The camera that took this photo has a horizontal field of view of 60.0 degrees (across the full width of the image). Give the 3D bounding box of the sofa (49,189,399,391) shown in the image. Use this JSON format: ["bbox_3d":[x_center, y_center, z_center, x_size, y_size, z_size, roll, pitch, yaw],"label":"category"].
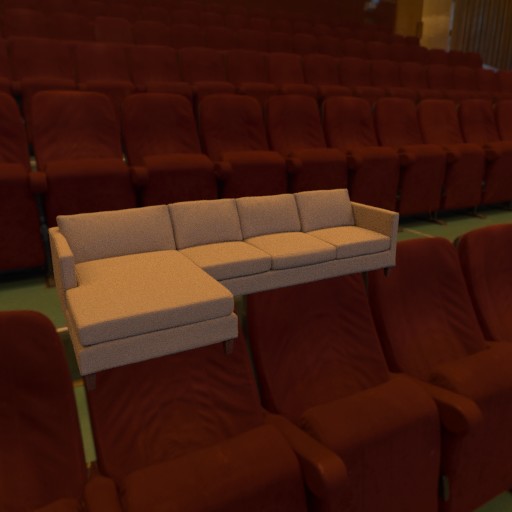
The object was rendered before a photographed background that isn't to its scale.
[{"bbox_3d":[0.000,0.000,3.902,3.186,0.846,1.625,-9,19,-27],"label":"sofa"}]
